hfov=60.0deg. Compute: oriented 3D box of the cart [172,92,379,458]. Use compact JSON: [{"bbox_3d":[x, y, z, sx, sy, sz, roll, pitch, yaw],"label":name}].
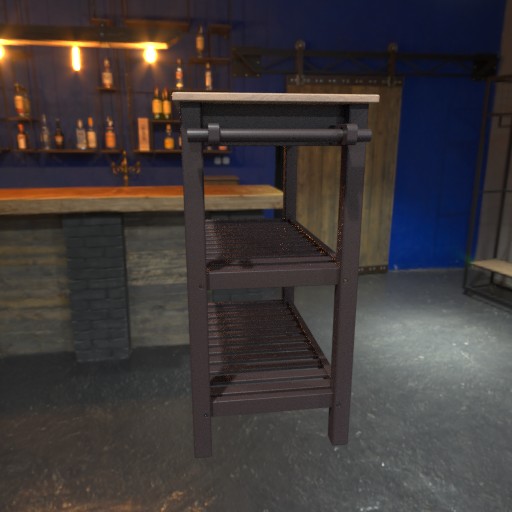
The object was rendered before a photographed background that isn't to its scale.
[{"bbox_3d":[0.000,0.000,1.443,0.457,0.927,0.899,-2,15,-7],"label":"cart"}]
